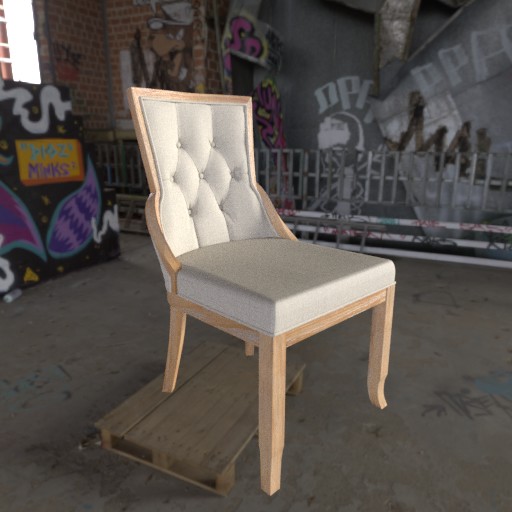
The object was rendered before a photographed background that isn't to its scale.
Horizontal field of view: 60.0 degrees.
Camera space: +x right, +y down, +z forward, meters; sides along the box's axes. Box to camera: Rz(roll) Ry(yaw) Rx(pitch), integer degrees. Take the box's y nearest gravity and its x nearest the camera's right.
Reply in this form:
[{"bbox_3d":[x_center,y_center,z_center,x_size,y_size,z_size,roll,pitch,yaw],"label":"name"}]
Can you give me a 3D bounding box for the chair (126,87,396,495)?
[{"bbox_3d":[0.000,0.000,1.312,0.524,0.947,0.641,-14,21,-42],"label":"chair"}]
